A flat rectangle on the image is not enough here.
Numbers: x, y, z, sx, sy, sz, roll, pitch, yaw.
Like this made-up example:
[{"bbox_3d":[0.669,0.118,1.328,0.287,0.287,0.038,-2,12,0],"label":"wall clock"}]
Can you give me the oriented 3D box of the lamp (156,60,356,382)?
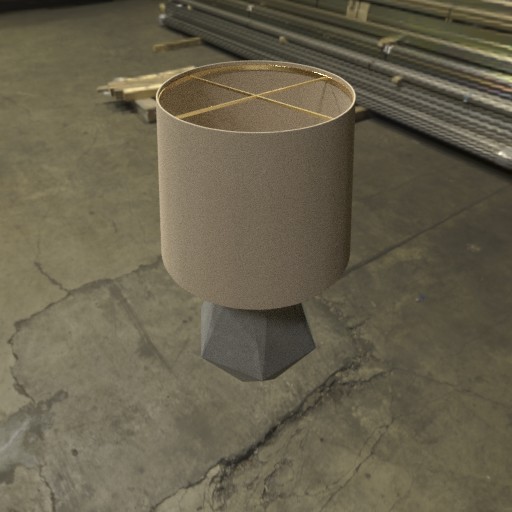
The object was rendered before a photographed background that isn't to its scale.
[{"bbox_3d":[0.000,0.000,0.675,0.276,0.501,0.276,0,40,0],"label":"lamp"}]
